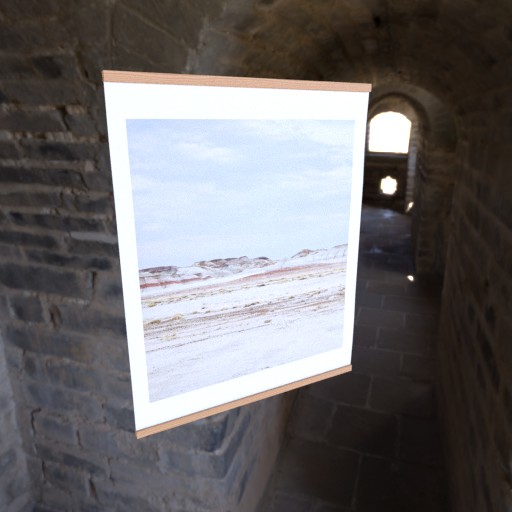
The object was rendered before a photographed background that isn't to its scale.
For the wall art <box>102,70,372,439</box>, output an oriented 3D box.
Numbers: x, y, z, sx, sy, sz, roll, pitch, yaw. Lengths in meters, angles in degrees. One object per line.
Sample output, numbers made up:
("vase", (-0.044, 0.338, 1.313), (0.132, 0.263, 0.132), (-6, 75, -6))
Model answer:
("wall art", (0.000, 0.000, 0.679), (0.404, 0.507, 0.010), (-9, 19, -27))
